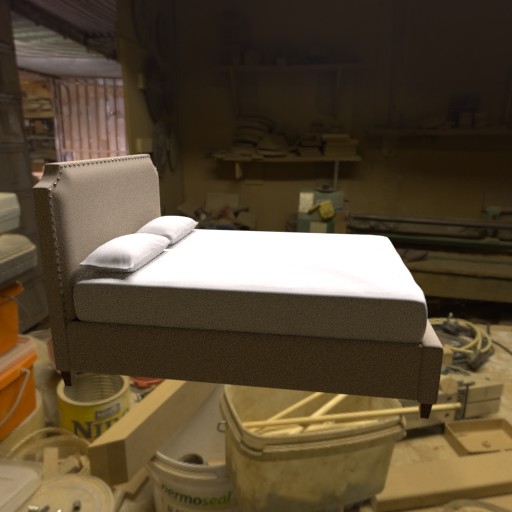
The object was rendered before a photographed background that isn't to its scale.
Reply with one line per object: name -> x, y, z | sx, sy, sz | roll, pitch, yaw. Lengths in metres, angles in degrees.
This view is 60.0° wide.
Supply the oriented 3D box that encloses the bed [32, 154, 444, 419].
bed -> 0.000, 0.000, 3.308 | 2.329, 1.415, 1.703 | 2, 15, 9
